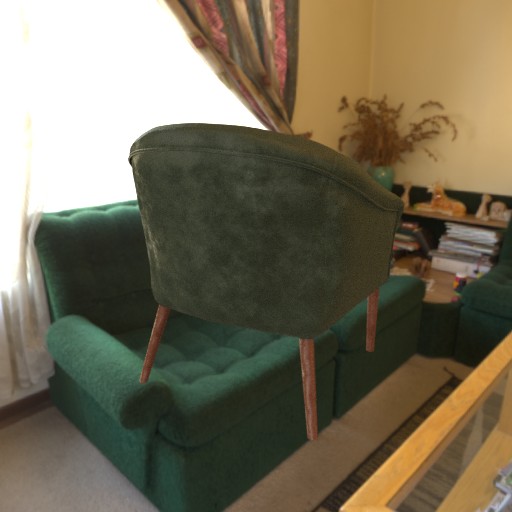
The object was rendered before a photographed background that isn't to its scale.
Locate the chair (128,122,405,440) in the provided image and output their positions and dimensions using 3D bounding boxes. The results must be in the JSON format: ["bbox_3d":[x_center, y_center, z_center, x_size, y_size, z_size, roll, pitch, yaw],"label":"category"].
[{"bbox_3d":[0.000,0.000,1.530,0.851,0.885,0.776,9,19,26],"label":"chair"}]
